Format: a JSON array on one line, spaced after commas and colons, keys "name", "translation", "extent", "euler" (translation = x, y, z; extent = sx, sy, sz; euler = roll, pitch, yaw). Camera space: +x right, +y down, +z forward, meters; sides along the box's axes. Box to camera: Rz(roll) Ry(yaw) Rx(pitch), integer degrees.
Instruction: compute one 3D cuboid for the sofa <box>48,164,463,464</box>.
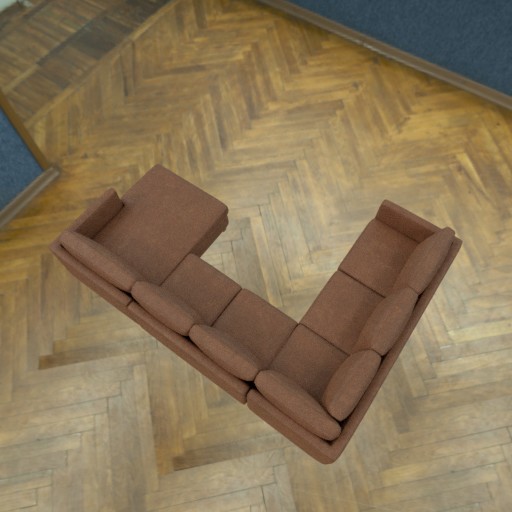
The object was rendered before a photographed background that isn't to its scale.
[{"name": "sofa", "translation": [0.000, 0.000, 4.772], "extent": [3.460, 0.923, 2.593], "euler": [33, 68, 15]}]
